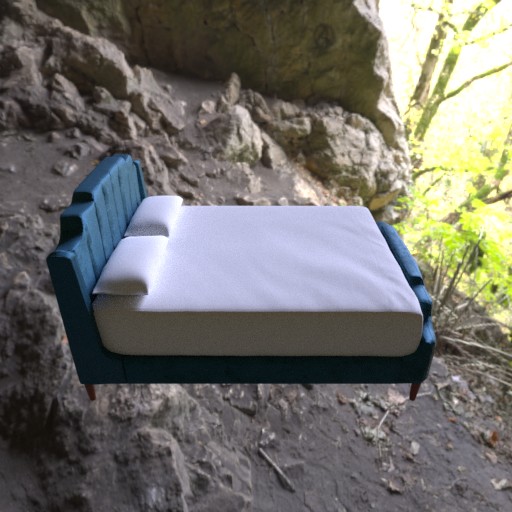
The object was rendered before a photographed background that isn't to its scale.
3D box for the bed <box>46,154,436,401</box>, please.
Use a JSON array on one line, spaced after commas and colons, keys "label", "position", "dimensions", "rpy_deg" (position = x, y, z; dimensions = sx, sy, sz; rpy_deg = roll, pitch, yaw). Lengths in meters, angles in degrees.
[{"label": "bed", "position": [0.000, 0.000, 3.374], "dimensions": [2.322, 1.338, 1.678], "rpy_deg": [0, 31, 0]}]
